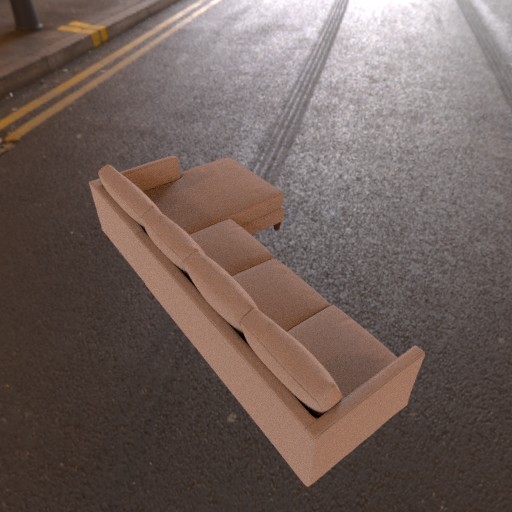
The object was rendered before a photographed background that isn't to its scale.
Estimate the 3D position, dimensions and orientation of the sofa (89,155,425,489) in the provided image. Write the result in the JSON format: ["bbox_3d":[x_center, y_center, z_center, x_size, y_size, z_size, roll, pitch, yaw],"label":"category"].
[{"bbox_3d":[0.000,0.000,3.761,1.625,0.861,3.186,-26,47,-27],"label":"sofa"}]
